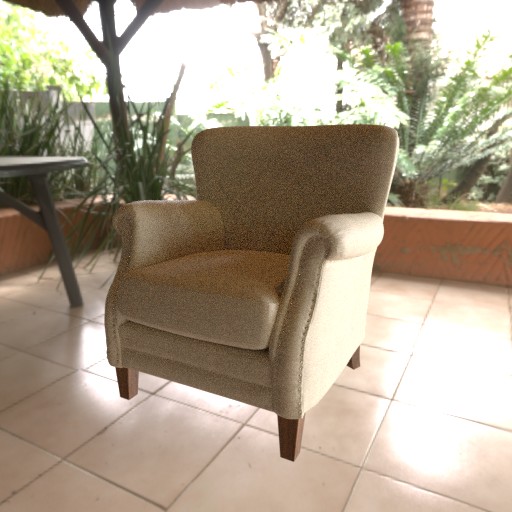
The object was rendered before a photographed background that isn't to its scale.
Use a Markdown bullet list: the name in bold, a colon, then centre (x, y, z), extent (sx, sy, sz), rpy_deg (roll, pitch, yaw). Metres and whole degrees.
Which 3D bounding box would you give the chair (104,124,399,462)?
- **chair**: centre (0.000, 0.000, 1.618), extent (0.861, 0.936, 0.921), rpy_deg (7, 16, 27)
